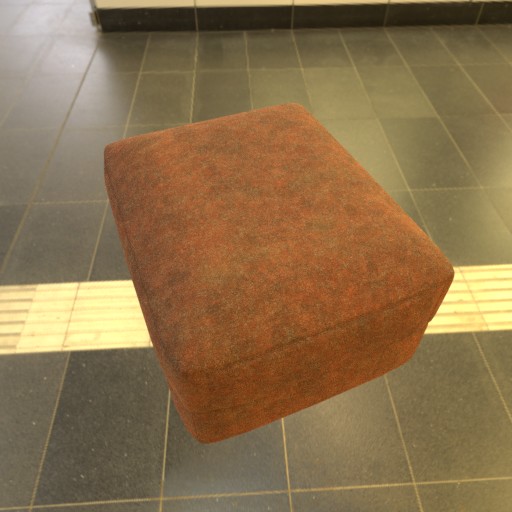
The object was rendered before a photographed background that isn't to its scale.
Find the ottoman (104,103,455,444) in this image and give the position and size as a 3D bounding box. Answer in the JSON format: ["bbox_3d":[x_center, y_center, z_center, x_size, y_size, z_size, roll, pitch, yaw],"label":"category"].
[{"bbox_3d":[0.000,0.000,1.169,0.635,0.508,0.787,-17,50,-15],"label":"ottoman"}]
